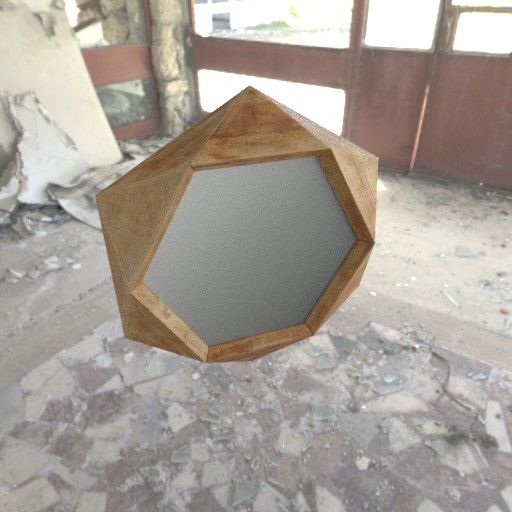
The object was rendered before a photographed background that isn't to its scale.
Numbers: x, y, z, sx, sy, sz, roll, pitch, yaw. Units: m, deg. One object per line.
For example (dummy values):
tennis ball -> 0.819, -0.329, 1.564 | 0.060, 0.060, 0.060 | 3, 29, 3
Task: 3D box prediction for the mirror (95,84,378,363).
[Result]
mirror -> 0.000, 0.000, 1.080 | 0.675, 0.779, 0.091 | -11, 33, -17
